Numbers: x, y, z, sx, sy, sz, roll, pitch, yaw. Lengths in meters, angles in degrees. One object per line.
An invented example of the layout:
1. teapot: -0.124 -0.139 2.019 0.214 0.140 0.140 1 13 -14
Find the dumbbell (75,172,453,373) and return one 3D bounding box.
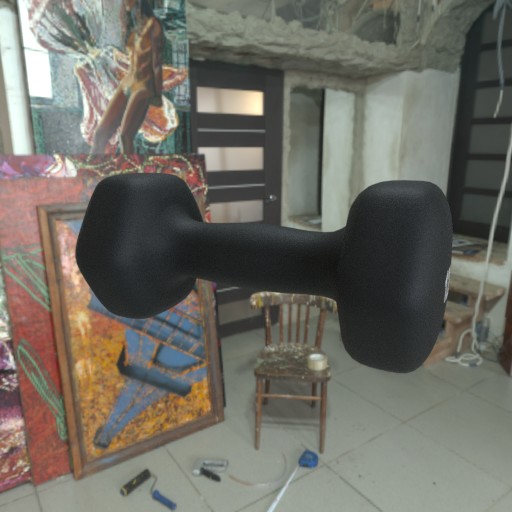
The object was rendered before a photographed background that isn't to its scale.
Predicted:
1. dumbbell: 0.000 0.000 0.287 0.231 0.101 0.112 7 15 25
